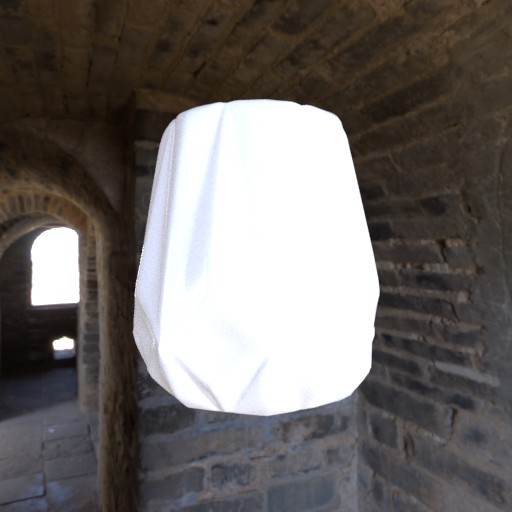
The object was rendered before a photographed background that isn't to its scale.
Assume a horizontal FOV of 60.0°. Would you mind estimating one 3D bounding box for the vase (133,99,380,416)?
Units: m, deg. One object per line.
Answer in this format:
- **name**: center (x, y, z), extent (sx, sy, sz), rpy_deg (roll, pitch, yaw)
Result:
- **vase**: center (0.000, 0.000, 0.262), extent (0.141, 0.152, 0.141), rpy_deg (0, 0, 0)
